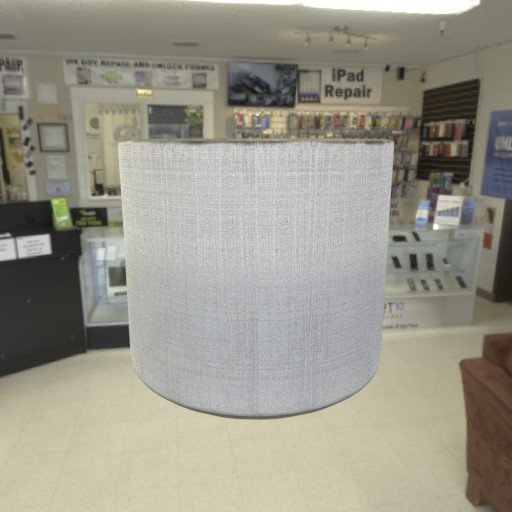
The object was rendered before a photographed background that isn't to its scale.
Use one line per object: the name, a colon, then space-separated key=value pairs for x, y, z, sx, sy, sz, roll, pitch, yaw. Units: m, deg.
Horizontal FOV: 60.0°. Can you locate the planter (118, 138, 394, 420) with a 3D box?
planter: x=0.000 y=0.000 z=0.395 sx=0.226 sy=0.201 sz=0.226 roll=0 pitch=14 yaw=0
